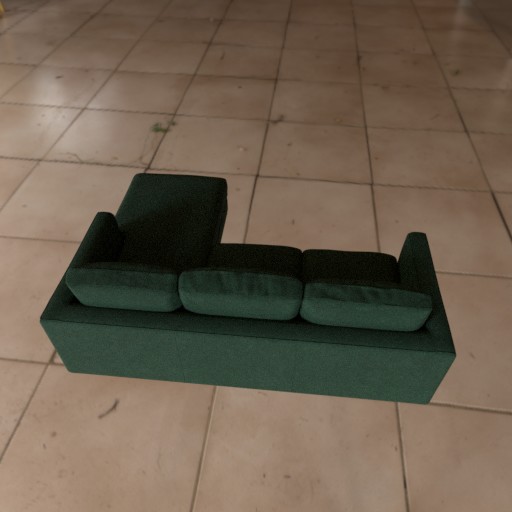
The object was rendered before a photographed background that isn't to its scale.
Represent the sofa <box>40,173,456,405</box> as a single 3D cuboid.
[{"bbox_3d":[0.000,0.000,2.832,2.030,0.899,1.580,4,46,4],"label":"sofa"}]
